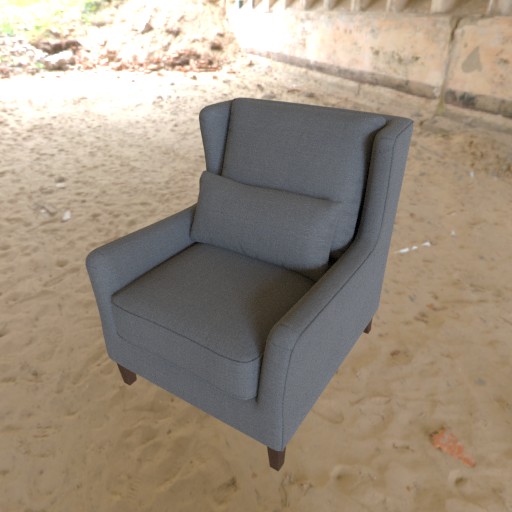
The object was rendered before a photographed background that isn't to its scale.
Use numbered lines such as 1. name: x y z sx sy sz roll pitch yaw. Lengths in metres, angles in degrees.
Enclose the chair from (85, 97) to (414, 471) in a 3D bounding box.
1. chair: 0.000 0.000 1.779 0.866 1.056 1.040 18 34 28
